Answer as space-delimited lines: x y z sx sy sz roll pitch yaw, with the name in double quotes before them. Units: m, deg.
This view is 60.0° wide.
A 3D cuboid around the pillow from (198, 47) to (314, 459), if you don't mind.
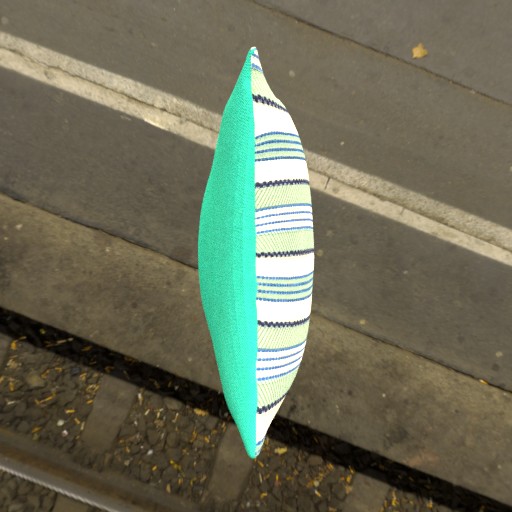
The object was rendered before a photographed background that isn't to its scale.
"pillow" 0.000 0.000 0.673 0.182 0.441 0.440 0 90 0
